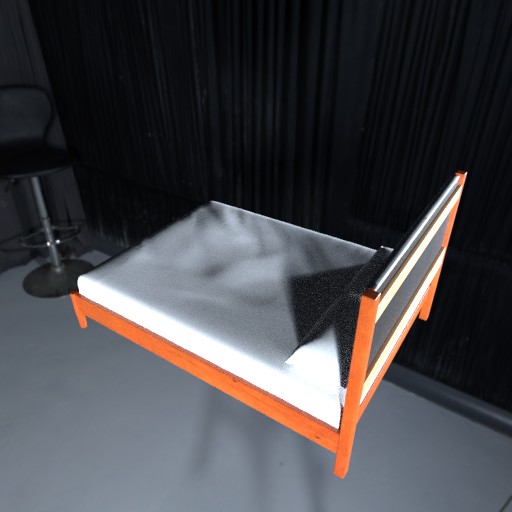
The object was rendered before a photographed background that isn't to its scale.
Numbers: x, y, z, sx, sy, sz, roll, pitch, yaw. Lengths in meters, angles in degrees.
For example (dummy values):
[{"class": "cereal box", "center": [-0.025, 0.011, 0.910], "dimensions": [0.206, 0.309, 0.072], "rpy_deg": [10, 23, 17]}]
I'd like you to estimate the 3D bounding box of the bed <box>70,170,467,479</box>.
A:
[{"class": "bed", "center": [0.000, 0.000, 3.015], "dimensions": [2.117, 1.165, 1.566], "rpy_deg": [20, 37, 28]}]
